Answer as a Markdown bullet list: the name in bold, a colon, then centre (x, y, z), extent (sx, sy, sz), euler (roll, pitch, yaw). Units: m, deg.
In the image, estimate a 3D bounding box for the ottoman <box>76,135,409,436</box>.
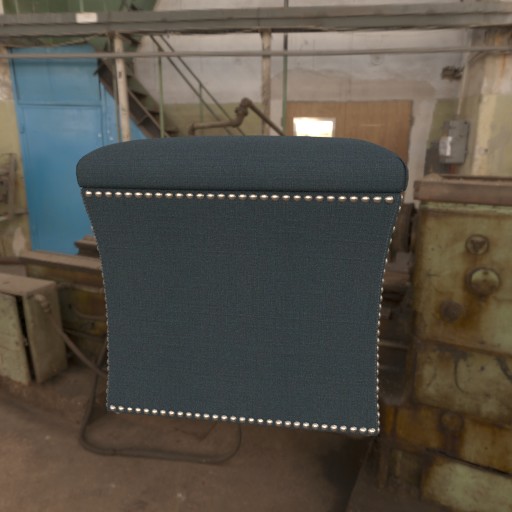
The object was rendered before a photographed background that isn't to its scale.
- **ottoman**: centre (0.000, 0.000, 0.904), extent (0.497, 0.475, 0.507), euler (2, 15, 8)
